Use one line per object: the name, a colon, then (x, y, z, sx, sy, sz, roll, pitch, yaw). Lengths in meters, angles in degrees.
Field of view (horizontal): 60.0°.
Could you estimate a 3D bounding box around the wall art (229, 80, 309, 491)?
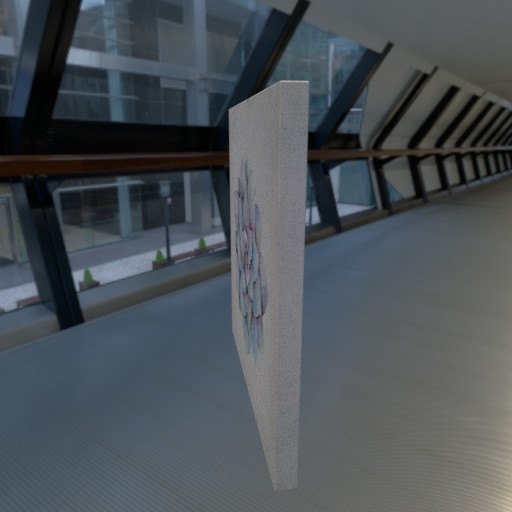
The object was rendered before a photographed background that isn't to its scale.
wall art: (0.000, 0.000, 0.919, 0.040, 0.612, 0.612, -2, 15, -9)
